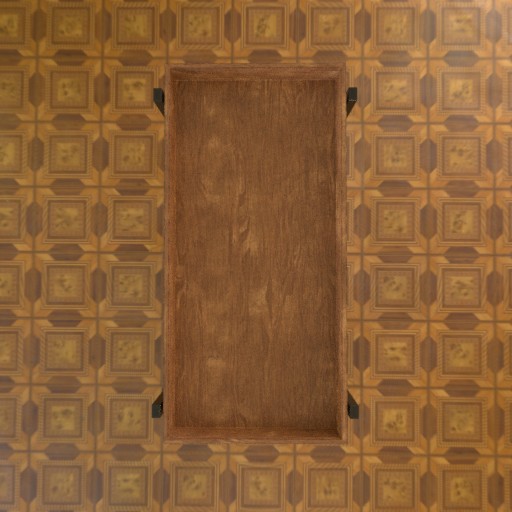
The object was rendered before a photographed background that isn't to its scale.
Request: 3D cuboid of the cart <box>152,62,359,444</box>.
[{"bbox_3d":[0.000,0.000,1.270,0.411,0.800,0.750,0,89,1],"label":"cart"}]
